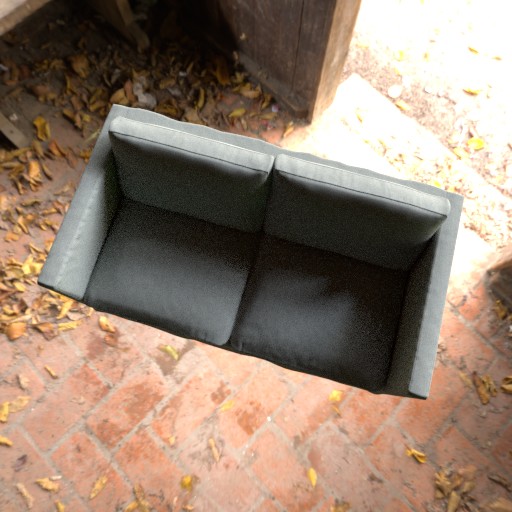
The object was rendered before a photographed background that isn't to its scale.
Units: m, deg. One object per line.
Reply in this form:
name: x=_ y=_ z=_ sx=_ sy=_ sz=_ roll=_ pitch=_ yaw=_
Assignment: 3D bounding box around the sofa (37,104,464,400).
sofa: x=0.000 y=0.000 z=2.212 sx=1.727 sy=0.830 sz=0.944 roll=16 pitch=75 yaw=4
